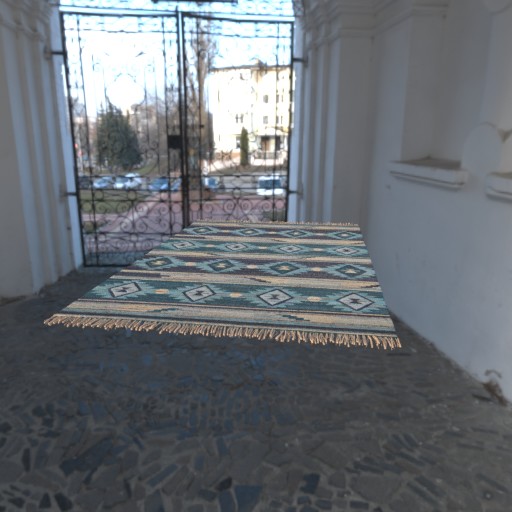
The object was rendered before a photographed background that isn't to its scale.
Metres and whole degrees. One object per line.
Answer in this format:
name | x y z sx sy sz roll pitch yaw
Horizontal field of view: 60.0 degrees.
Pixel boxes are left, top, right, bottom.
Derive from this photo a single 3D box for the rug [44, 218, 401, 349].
rug | 0.000 0.000 2.333 1.181 0.028 1.936 2 15 9
